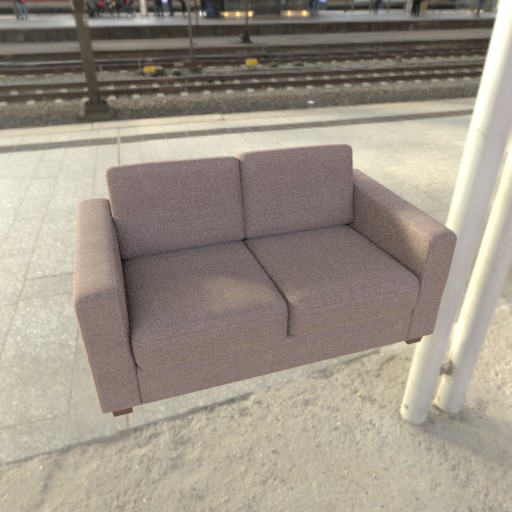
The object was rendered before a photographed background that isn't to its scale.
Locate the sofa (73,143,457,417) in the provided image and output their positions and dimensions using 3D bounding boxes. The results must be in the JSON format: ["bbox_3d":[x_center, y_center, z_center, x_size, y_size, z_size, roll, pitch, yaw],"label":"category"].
[{"bbox_3d":[0.000,0.000,2.040,1.520,0.800,0.900,-9,32,-16],"label":"sofa"}]
